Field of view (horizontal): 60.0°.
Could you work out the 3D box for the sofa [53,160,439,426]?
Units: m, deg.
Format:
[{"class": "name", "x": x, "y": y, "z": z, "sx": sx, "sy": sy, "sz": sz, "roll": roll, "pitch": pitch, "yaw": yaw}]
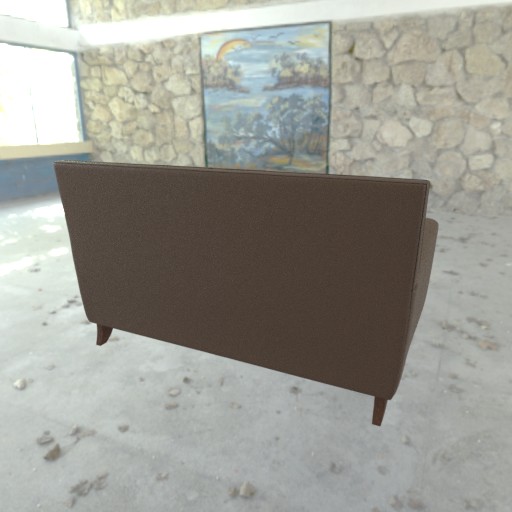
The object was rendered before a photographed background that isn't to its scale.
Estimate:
[{"class": "sofa", "x": 0.000, "y": 0.000, "z": 2.011, "sx": 1.468, "sy": 0.859, "sz": 0.853, "roll": 8, "pitch": 19, "yaw": 25}]
